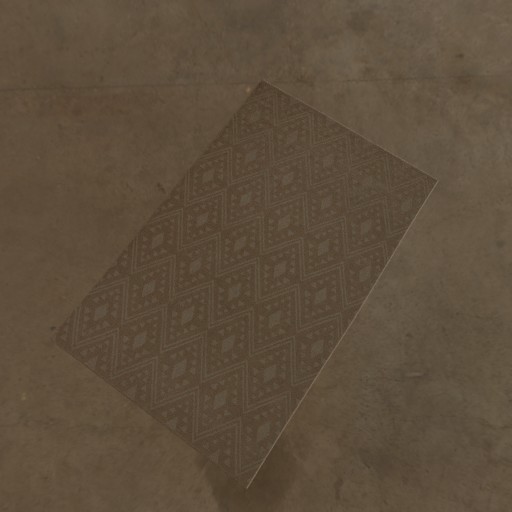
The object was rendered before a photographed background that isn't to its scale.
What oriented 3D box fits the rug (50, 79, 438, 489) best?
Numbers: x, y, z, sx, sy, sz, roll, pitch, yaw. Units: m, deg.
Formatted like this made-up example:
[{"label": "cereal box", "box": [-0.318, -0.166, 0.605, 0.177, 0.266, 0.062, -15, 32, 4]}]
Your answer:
[{"label": "rug", "box": [0.000, 0.000, 3.027, 1.553, 0.053, 2.430, 33, 76, 9]}]
